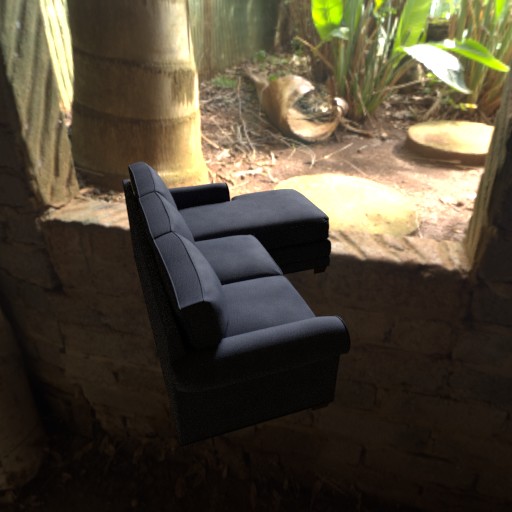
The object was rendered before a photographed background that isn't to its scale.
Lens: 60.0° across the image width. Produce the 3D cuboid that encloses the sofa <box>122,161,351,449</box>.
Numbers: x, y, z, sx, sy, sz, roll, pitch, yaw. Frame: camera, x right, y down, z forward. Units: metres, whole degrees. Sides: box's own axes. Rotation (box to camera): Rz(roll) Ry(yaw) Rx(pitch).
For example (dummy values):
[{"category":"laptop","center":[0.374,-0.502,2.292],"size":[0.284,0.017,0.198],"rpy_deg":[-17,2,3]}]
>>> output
[{"category":"sofa","center":[0.000,0.000,3.550],"size":[1.780,1.063,2.567],"rpy_deg":[-10,31,-17]}]
